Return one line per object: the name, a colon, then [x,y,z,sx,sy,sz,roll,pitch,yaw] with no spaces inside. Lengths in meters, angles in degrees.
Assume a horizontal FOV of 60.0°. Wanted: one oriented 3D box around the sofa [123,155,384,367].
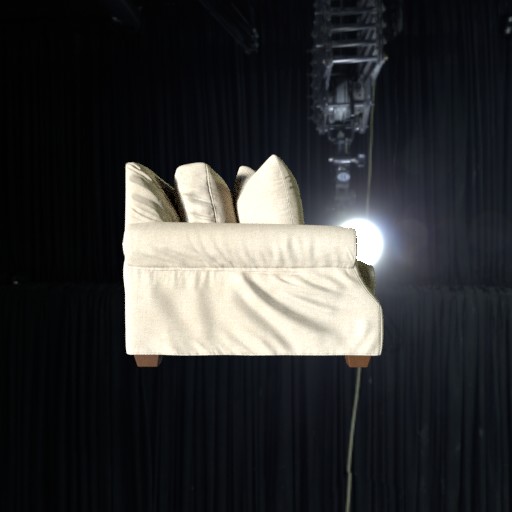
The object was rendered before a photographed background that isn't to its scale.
sofa: [0.000,0.000,2.843,1.067,0.904,2.285,0,0,1]
